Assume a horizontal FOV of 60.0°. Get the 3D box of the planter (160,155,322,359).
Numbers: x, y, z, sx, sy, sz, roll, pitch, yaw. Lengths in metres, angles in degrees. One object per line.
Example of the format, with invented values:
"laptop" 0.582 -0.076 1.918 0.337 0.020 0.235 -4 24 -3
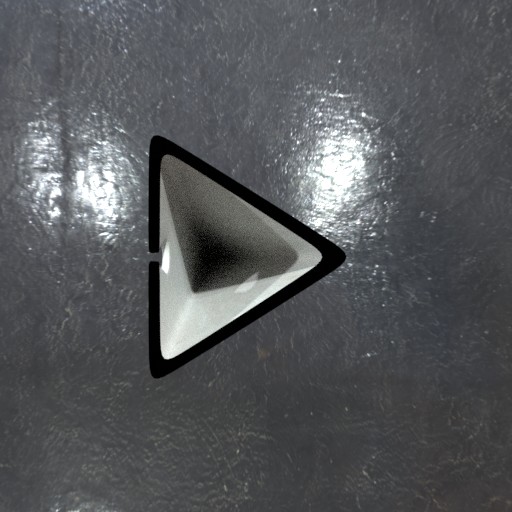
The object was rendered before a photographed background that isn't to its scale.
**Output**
"planter" 0.000 0.000 0.153 0.047 0.130 0.058 0 90 1
